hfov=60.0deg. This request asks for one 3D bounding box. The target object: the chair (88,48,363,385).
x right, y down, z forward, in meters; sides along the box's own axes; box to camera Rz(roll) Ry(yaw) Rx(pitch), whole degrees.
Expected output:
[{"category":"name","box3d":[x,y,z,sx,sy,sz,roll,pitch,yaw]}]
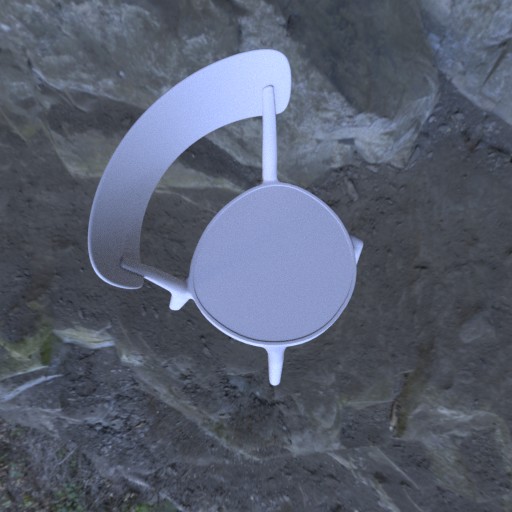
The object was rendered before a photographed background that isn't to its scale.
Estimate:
[{"category":"chair","box3d":[0.000,0.000,1.097,0.491,0.790,0.506,35,78,9]}]
